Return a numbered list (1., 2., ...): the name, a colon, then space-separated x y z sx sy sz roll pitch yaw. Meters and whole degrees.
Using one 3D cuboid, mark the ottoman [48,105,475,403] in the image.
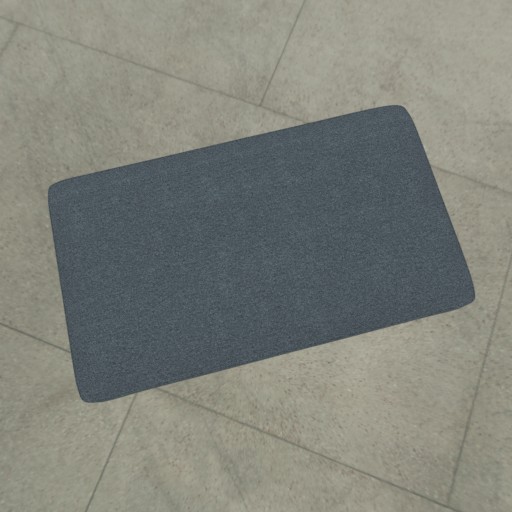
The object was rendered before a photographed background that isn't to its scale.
1. ottoman: 0.000 0.000 1.507 1.173 0.494 0.681 -14 77 -3
